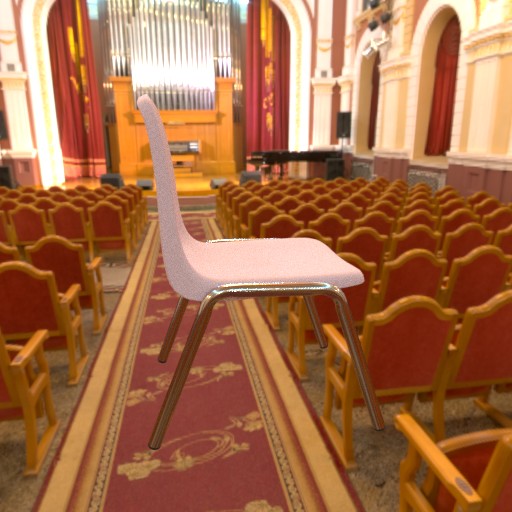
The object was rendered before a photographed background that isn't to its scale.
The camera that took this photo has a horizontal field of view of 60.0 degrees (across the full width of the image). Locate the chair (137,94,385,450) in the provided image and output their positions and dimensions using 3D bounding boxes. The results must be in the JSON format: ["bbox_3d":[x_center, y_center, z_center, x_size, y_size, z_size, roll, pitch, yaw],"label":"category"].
[{"bbox_3d":[0.000,0.000,0.864,0.423,0.586,0.354,-2,15,-9],"label":"chair"}]
